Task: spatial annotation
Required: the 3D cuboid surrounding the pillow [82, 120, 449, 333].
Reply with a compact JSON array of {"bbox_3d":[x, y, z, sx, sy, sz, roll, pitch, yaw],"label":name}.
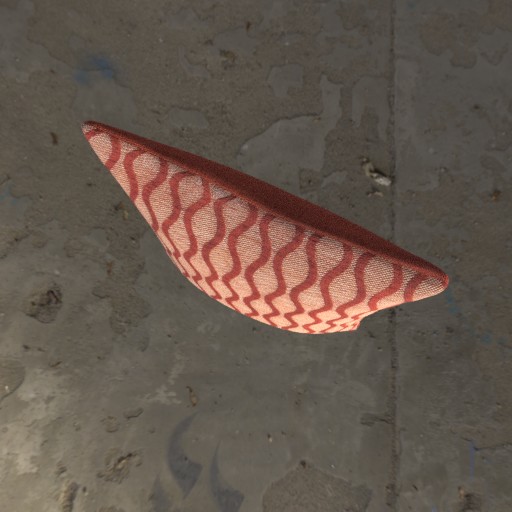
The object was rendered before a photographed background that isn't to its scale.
[{"bbox_3d":[0.000,0.000,0.670,0.429,0.434,0.159,23,77,6],"label":"pillow"}]
